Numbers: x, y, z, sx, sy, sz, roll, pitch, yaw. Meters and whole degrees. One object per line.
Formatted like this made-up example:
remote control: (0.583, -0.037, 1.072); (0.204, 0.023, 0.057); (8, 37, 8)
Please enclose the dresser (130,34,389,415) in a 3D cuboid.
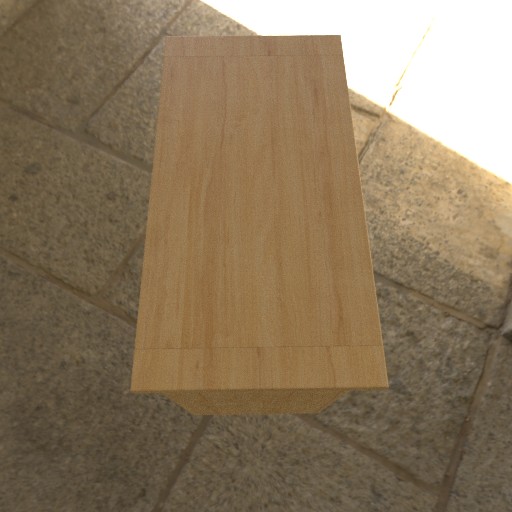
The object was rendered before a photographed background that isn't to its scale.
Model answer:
dresser: (0.000, 0.000, 1.200); (0.410, 0.730, 0.800); (-1, 65, 0)
